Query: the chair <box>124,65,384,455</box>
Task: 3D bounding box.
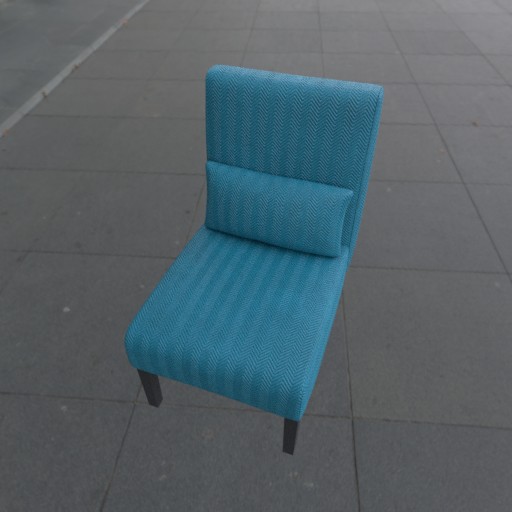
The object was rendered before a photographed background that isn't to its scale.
[{"bbox_3d":[0.000,0.000,1.450,0.579,0.927,0.808,14,44,15],"label":"chair"}]
